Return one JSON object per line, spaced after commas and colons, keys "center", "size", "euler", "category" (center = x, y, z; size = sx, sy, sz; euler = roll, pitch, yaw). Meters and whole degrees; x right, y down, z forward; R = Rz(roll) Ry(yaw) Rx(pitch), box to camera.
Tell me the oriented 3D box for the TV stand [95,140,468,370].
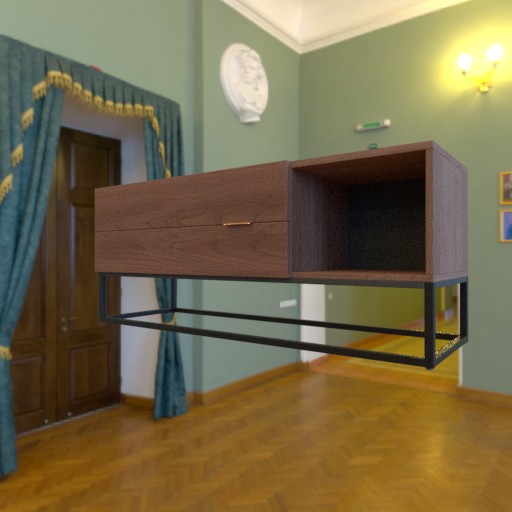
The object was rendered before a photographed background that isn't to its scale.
{"center": [0.000, 0.000, 1.452], "size": [1.200, 0.500, 0.415], "euler": [0, 0, 36], "category": "TV stand"}
